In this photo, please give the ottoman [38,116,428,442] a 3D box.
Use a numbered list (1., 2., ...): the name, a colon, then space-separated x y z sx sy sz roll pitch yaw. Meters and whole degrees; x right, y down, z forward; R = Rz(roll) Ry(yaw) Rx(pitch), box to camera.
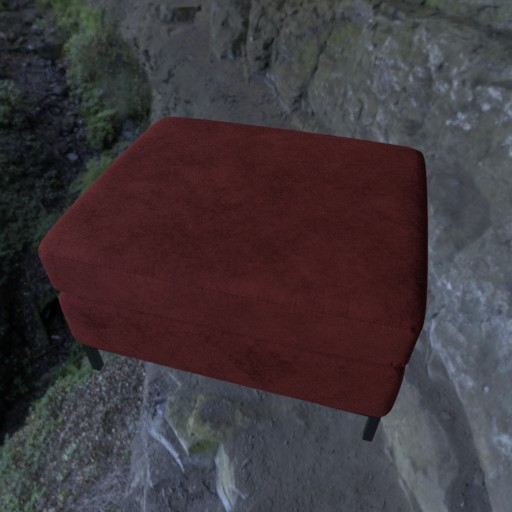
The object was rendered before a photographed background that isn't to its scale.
1. ottoman: 0.000 0.000 1.170 0.782 0.462 0.650 11 44 11
